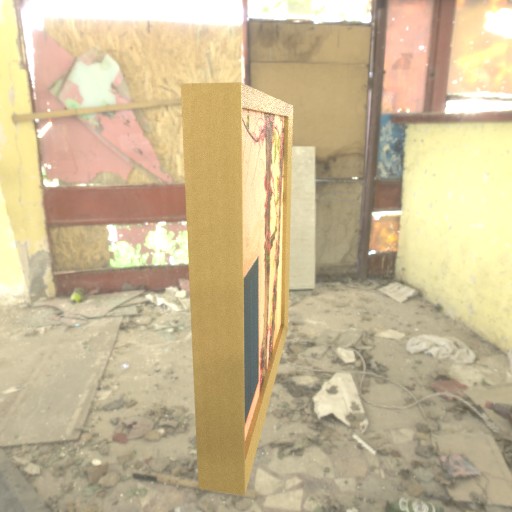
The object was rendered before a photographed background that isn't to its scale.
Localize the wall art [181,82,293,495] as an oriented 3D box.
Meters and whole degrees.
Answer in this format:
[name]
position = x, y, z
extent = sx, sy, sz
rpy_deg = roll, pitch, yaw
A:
[wall art]
position = 0.000, 0.000, 0.454
extent = 0.038, 0.305, 0.304
rpy_deg = 3, 16, 10
